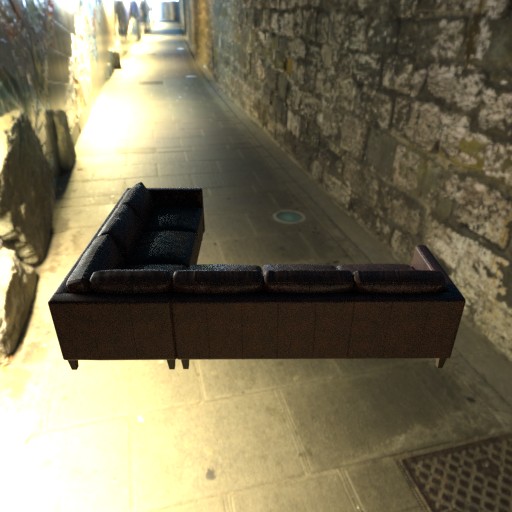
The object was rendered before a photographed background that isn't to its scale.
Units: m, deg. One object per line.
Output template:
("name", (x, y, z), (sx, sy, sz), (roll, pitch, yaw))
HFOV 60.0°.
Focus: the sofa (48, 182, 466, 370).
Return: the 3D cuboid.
("sofa", (0.000, 0.000, 4.501), (3.152, 0.836, 2.438), (0, 29, 0))
